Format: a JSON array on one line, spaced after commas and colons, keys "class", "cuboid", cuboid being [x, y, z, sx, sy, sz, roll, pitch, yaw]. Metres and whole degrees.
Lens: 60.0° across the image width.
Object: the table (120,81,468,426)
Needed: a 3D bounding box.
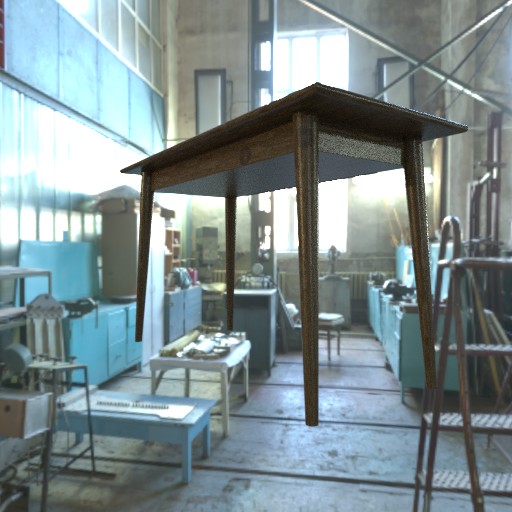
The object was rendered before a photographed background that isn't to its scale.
[{"class": "table", "cuboid": [0.000, 0.000, 1.658, 0.599, 0.780, 1.300, -1, 1, -35]}]
